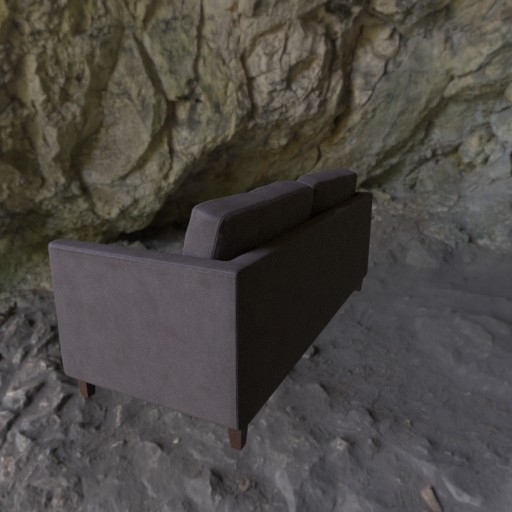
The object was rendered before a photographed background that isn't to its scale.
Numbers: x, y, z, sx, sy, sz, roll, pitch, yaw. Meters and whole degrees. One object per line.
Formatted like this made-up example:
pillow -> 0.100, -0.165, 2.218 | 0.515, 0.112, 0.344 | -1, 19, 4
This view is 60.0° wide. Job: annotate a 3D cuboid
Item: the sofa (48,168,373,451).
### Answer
sofa -> 0.000, 0.000, 2.685 | 0.951, 0.965, 2.208 | 8, 17, 25
